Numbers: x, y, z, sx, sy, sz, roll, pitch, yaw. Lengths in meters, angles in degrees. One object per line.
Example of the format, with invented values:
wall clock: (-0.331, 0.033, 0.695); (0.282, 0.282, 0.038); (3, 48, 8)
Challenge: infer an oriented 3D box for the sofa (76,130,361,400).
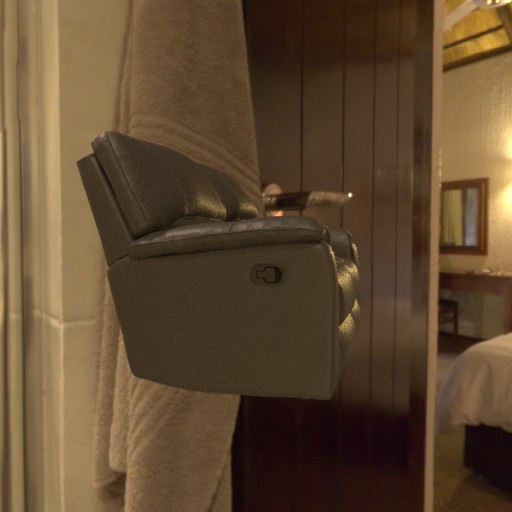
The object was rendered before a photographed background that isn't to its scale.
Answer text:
sofa: (0.000, 0.000, 2.441); (1.104, 1.111, 1.765); (1, 2, 16)
